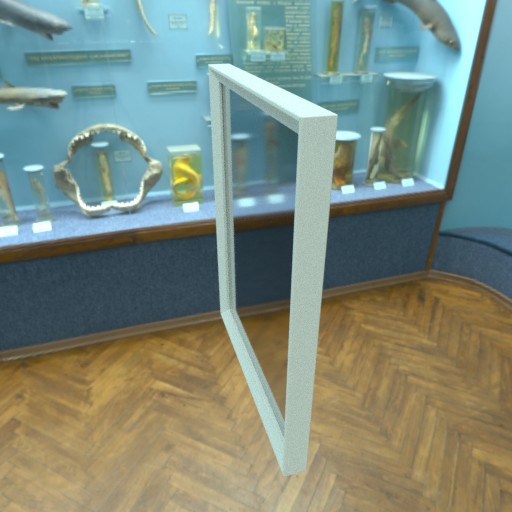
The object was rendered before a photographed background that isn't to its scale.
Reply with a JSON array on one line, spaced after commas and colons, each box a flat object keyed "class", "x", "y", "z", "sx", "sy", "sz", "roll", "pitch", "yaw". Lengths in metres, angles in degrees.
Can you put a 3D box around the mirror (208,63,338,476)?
[{"class": "mirror", "x": 0.000, "y": 0.000, "z": 0.689, "sx": 0.041, "sy": 0.509, "sz": 0.406, "roll": -9, "pitch": 31, "yaw": -15}]
